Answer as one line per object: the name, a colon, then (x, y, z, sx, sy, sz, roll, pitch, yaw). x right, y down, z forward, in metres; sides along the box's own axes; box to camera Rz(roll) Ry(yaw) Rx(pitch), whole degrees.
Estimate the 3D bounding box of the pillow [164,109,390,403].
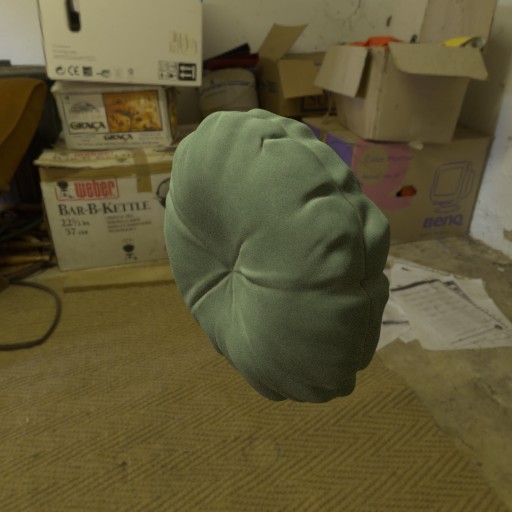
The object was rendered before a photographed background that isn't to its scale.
pillow: (0.000, 0.000, 0.644, 0.148, 0.407, 0.428, -20, 33, -33)
